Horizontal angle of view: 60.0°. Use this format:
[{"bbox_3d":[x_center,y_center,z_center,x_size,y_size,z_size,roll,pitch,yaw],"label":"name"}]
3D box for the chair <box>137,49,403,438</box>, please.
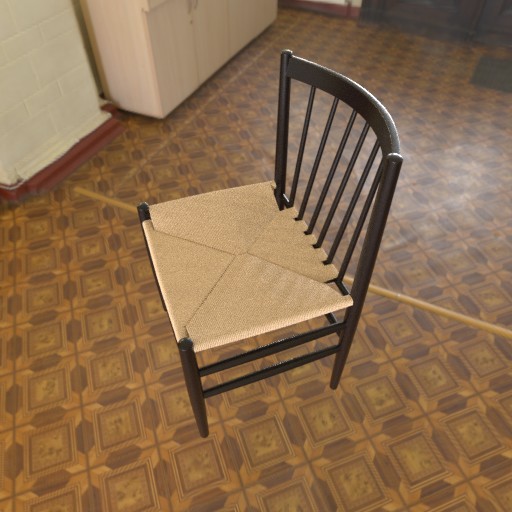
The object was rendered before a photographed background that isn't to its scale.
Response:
[{"bbox_3d":[0.000,0.000,1.145,0.516,0.818,0.495,-15,49,-14],"label":"chair"}]
